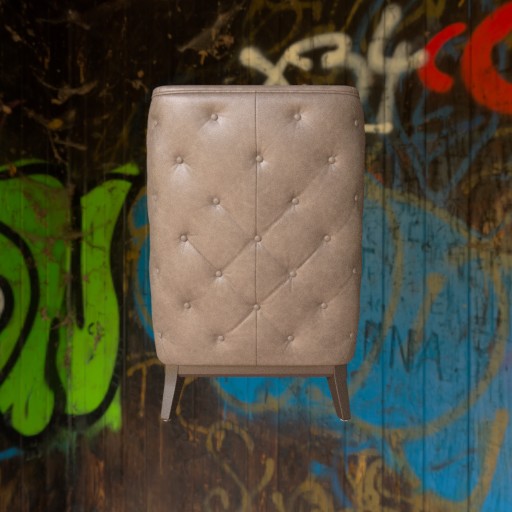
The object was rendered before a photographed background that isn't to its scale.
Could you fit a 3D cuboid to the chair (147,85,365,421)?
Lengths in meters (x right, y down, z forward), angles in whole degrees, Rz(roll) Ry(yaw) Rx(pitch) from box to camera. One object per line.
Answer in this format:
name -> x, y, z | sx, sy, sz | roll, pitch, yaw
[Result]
chair -> 0.000, 0.000, 1.729 | 0.769, 1.079, 0.899 | 0, 0, 0
